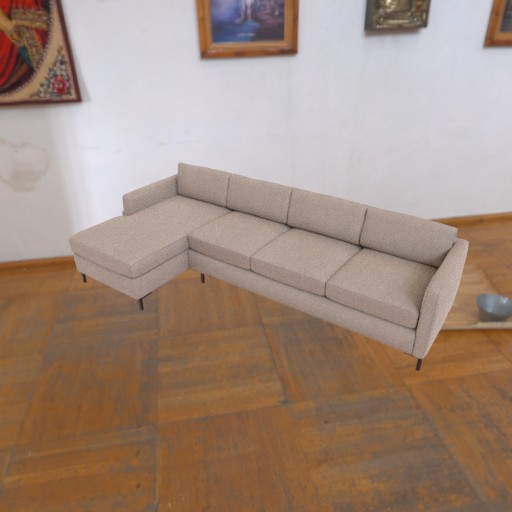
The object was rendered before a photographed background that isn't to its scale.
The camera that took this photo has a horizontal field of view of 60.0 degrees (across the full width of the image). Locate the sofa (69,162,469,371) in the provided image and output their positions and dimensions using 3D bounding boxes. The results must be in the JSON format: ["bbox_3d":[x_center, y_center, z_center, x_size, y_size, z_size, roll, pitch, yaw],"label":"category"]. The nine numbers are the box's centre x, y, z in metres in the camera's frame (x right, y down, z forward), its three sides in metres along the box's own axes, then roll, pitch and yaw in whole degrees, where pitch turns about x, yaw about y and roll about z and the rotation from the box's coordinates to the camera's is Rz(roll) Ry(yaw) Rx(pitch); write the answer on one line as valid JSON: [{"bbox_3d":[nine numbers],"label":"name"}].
[{"bbox_3d":[0.000,0.000,3.589,2.923,0.816,1.469,19,34,30],"label":"sofa"}]
